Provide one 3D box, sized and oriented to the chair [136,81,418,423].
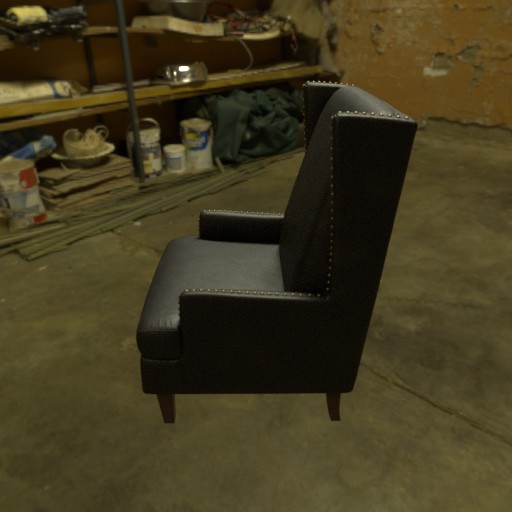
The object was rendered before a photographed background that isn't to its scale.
[{"bbox_3d":[0.000,0.000,1.641,0.799,1.142,0.703,-1,28,-1],"label":"chair"}]
